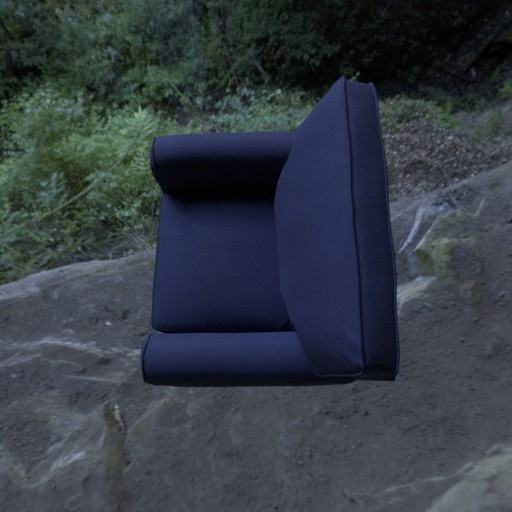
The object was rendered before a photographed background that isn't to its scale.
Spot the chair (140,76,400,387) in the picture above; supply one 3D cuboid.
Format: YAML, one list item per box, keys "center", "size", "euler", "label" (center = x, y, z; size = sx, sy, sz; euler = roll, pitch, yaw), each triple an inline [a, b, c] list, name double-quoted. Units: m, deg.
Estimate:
- center: [0.000, 0.000, 1.946]
  size: [1.002, 1.140, 1.119]
  euler: [-1, 76, 0]
  label: "chair"
